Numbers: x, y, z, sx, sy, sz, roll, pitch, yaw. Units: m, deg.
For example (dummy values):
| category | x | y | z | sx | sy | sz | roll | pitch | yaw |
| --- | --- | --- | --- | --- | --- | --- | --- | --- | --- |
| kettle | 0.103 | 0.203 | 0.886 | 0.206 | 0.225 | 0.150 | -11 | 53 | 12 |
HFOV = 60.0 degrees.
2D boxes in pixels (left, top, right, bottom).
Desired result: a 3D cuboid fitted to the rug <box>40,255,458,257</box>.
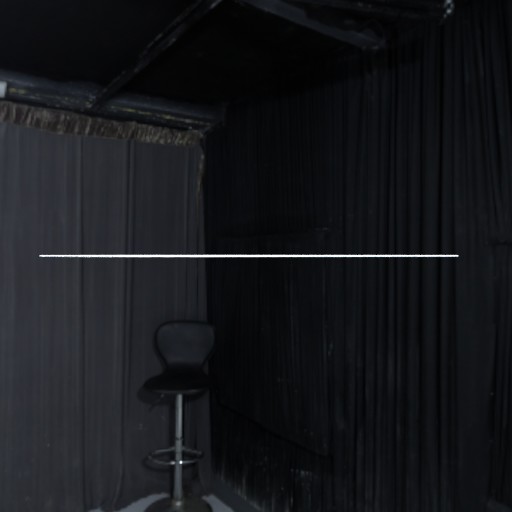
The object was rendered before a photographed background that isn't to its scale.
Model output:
| category | x | y | z | sx | sy | sz | roll | pitch | yaw |
| --- | --- | --- | --- | --- | --- | --- | --- | --- | --- |
| rug | 0.000 | 0.000 | 3.036 | 2.457 | 0.009 | 1.512 | 0 | 0 | -36 |
